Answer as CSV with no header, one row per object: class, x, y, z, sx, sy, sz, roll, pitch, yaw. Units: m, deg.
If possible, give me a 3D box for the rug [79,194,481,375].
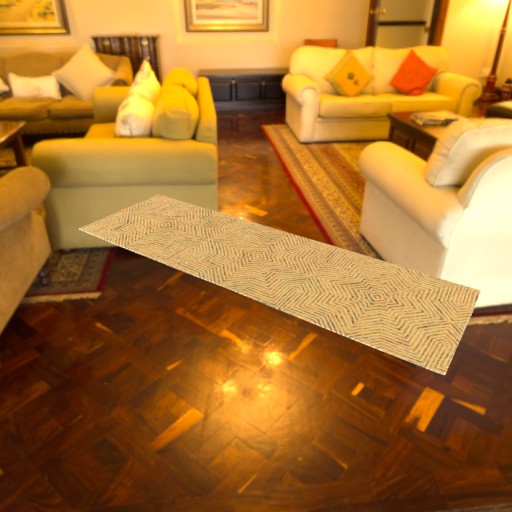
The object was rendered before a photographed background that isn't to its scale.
rug,0.000,0.000,2.728,2.443,0.009,0.771,19,35,29
